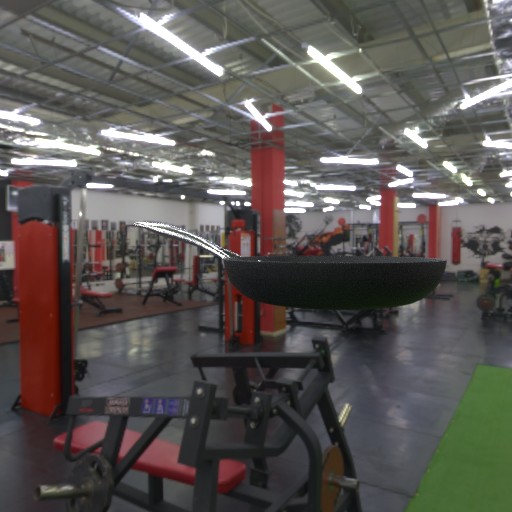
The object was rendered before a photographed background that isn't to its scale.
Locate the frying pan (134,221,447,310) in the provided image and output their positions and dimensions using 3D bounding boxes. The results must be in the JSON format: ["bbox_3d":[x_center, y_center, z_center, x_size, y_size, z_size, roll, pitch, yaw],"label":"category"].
[{"bbox_3d":[0.000,0.000,0.591,0.472,0.105,0.255,1,2,35],"label":"frying pan"}]
